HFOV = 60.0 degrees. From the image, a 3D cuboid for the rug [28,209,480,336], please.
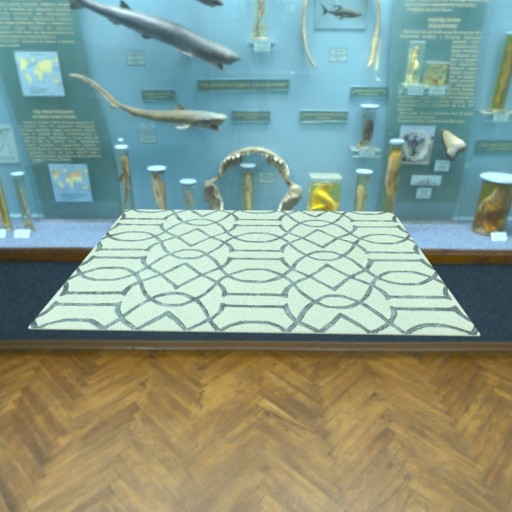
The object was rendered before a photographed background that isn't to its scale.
[{"bbox_3d":[0.000,0.000,3.828,2.910,0.021,2.211,1,26,1],"label":"rug"}]
